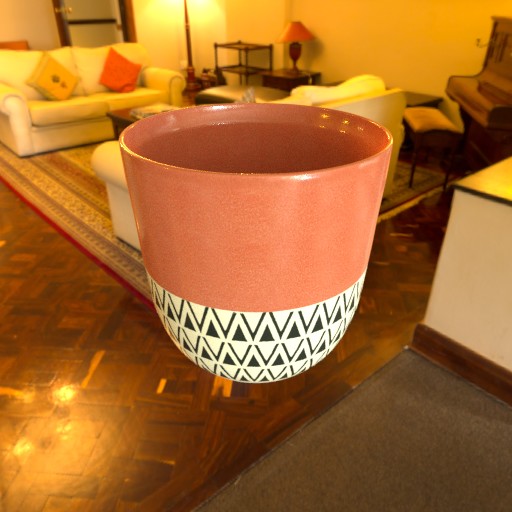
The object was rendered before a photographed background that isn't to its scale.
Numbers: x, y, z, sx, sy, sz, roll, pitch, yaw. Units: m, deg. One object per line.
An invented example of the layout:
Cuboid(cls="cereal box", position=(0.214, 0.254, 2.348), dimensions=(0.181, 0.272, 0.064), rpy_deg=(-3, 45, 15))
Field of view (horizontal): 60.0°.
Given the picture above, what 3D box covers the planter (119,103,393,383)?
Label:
Cuboid(cls="planter", position=(0.000, 0.000, 0.378), dimensions=(0.195, 0.214, 0.195), rpy_deg=(0, 30, 0))
